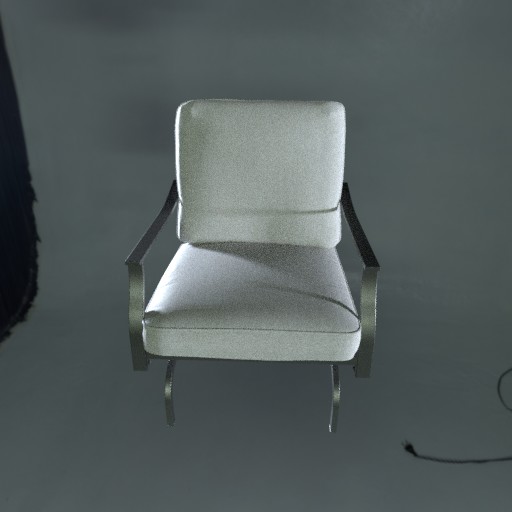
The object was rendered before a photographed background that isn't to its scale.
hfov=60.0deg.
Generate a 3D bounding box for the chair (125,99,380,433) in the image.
[{"bbox_3d":[0.000,0.000,1.430,0.650,0.860,0.787,1,29,2],"label":"chair"}]
